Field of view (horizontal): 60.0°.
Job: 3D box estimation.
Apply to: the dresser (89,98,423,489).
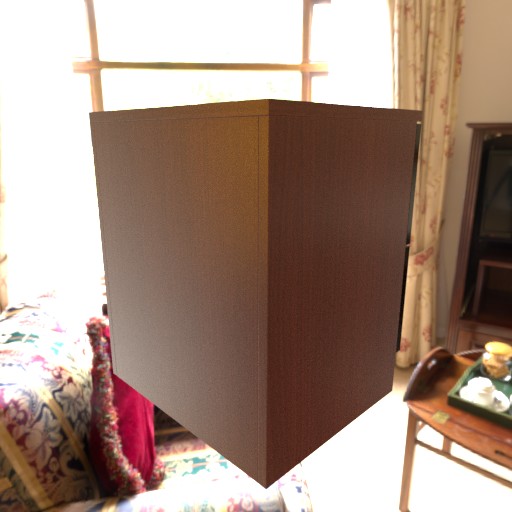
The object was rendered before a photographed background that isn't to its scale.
[{"bbox_3d":[0.000,0.000,0.759,0.360,0.470,0.400,-15,21,-43],"label":"dresser"}]
